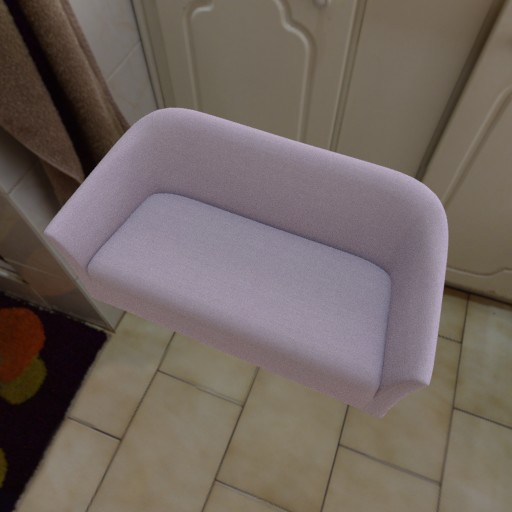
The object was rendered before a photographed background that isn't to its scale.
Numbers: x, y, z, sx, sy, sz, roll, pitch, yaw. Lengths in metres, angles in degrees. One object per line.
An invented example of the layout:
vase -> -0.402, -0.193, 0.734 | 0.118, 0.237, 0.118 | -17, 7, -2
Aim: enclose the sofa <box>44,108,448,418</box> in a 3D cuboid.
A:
sofa -> 0.000, 0.000, 1.856 | 1.452, 0.721, 0.705 | 20, 60, 12
